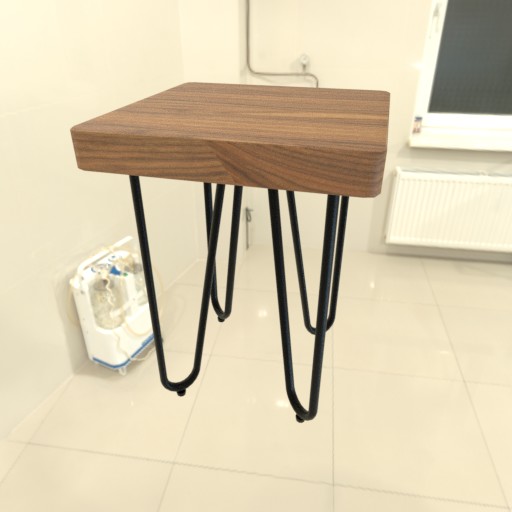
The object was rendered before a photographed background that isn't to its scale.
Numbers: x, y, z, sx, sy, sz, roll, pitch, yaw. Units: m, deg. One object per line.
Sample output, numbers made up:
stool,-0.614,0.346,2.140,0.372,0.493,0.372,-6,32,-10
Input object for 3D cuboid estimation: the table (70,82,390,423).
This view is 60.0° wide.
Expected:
table,0.000,0.000,0.984,0.480,0.641,0.479,8,31,13
